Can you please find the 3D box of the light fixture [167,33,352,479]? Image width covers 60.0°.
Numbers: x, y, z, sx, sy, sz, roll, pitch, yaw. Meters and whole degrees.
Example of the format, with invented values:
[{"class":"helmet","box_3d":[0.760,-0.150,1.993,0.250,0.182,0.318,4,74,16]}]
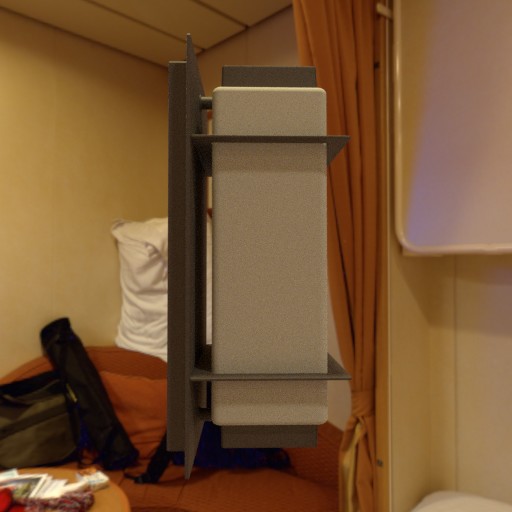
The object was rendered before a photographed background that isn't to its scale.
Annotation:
[{"class":"light fixture","box_3d":[0.000,0.000,0.420,0.146,0.347,0.153,0,-1,-1]}]
